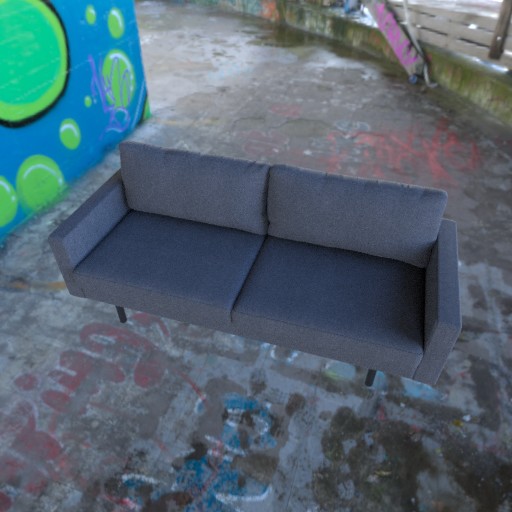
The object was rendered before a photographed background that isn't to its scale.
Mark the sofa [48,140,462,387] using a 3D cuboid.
[{"bbox_3d":[0.000,0.000,2.542,2.100,0.880,0.880,12,43,13],"label":"sofa"}]
